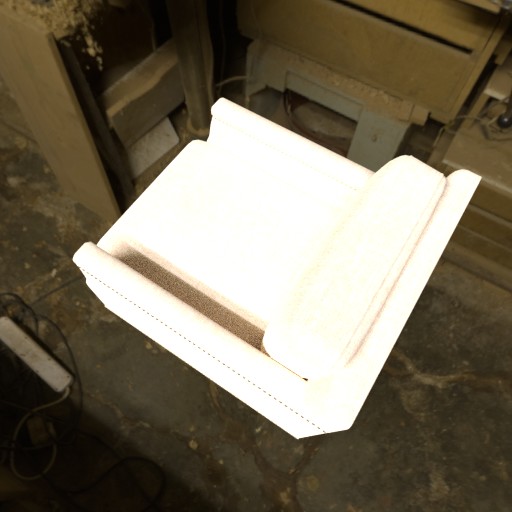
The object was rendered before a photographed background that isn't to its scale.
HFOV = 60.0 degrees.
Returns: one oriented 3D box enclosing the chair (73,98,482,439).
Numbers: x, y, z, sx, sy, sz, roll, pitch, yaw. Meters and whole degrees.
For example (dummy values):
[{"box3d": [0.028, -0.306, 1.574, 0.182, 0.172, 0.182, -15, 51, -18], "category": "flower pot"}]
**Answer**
[{"box3d": [0.000, 0.000, 1.629, 1.041, 0.940, 0.838, 30, 68, 14], "category": "chair"}]
